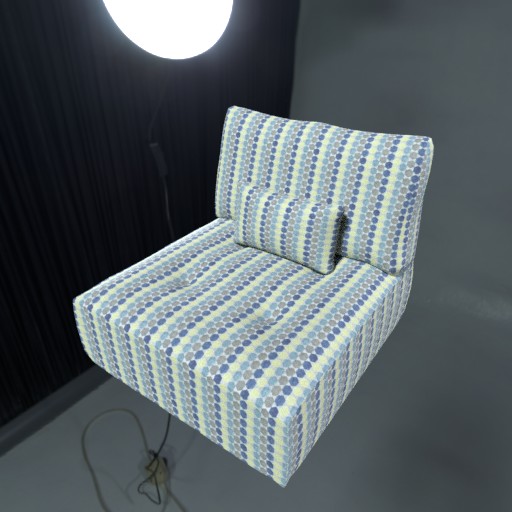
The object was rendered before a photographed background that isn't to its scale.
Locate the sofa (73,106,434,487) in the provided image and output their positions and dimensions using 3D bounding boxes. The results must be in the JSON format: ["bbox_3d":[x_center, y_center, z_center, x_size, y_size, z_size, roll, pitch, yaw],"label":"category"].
[{"bbox_3d":[0.000,0.000,1.657,0.930,0.830,1.000,20,36,30],"label":"sofa"}]
